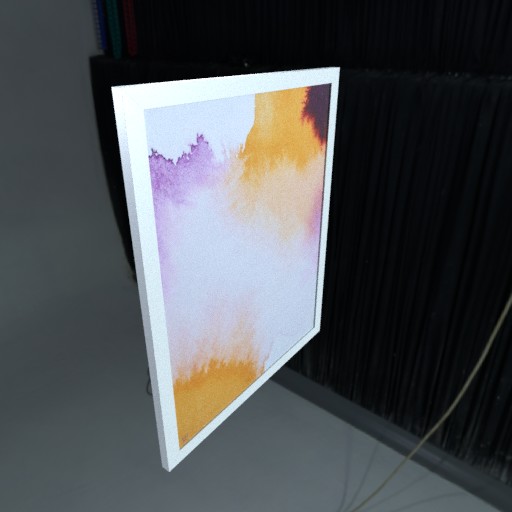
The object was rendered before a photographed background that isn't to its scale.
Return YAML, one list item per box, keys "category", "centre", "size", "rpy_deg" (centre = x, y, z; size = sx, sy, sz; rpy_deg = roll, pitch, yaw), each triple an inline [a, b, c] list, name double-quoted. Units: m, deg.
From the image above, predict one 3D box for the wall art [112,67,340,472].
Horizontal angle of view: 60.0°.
- category: "wall art"
  centre: [0.000, 0.000, 0.601]
  size: [0.013, 0.456, 0.382]
  rpy_deg: [18, 31, 33]
